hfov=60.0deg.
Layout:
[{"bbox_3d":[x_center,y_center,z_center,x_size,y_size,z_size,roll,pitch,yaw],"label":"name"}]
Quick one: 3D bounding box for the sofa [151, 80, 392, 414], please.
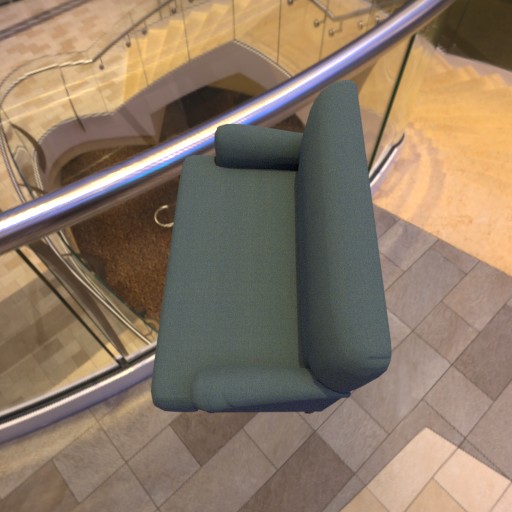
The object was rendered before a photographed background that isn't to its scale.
[{"bbox_3d":[0.000,0.000,1.864,0.779,0.889,1.297,1,60,1],"label":"sofa"}]
